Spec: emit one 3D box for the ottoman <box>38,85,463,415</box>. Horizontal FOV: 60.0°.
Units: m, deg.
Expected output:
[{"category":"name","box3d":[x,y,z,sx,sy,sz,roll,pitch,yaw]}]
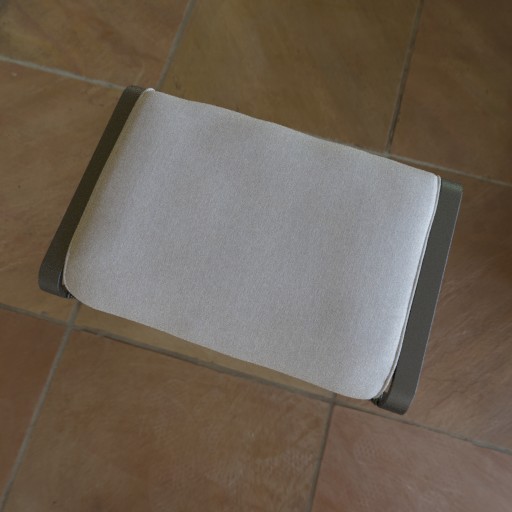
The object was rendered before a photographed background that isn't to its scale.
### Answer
[{"category":"ottoman","box3d":[0.000,0.000,0.884,0.610,0.422,0.406,18,76,5]}]
